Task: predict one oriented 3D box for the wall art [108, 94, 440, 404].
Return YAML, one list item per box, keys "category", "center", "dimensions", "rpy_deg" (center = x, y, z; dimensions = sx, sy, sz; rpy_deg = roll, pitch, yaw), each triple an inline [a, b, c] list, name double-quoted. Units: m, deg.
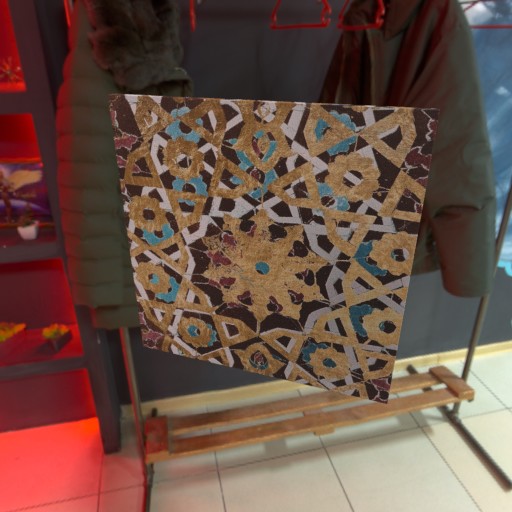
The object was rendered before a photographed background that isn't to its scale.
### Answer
- category: "wall art"
  center: [0.000, 0.000, 0.611]
  dimensions: [0.404, 0.406, 0.010]
  rpy_deg: [9, 28, 17]
